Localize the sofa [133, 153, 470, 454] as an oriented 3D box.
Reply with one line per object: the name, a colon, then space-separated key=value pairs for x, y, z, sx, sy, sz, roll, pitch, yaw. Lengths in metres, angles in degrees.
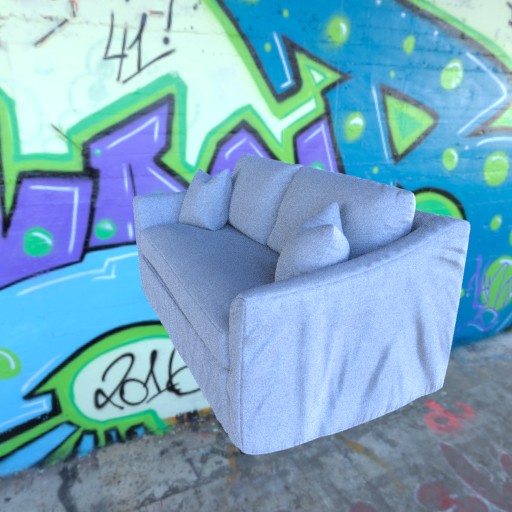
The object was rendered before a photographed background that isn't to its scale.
sofa: x=0.000 y=0.000 z=2.581 sx=1.072 sy=1.018 sz=2.010 roll=-8 pitch=20 yaw=-24
